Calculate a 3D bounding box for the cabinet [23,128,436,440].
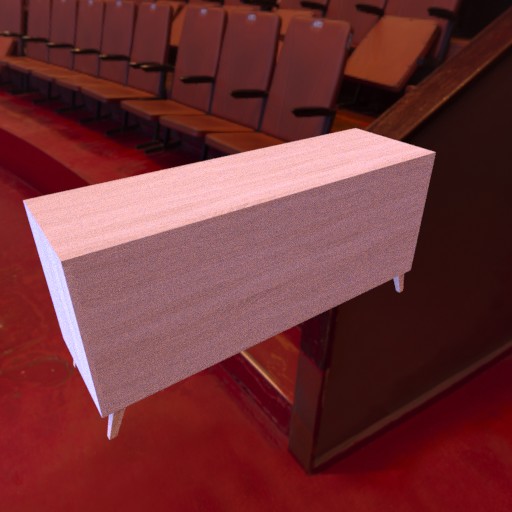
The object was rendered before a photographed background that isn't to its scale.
[{"bbox_3d":[0.000,0.000,1.989,1.649,0.780,0.500,-20,36,-29],"label":"cabinet"}]
